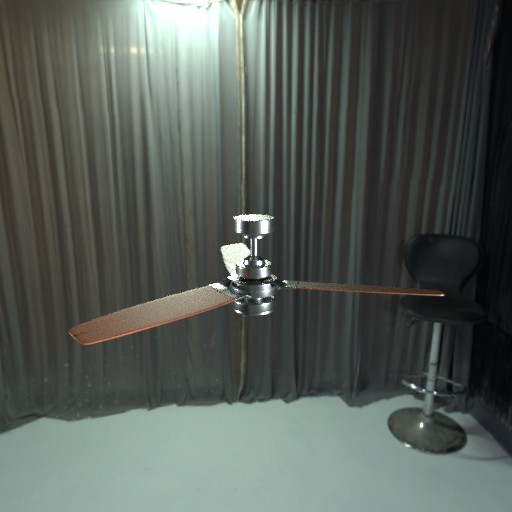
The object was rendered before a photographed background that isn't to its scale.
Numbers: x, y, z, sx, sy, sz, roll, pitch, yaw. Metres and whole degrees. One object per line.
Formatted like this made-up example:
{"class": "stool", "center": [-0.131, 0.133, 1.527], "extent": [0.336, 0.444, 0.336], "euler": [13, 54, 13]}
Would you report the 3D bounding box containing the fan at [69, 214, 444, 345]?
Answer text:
{"class": "fan", "center": [0.000, 0.000, 2.050], "extent": [1.416, 0.410, 1.271], "euler": [-2, 14, -10]}
